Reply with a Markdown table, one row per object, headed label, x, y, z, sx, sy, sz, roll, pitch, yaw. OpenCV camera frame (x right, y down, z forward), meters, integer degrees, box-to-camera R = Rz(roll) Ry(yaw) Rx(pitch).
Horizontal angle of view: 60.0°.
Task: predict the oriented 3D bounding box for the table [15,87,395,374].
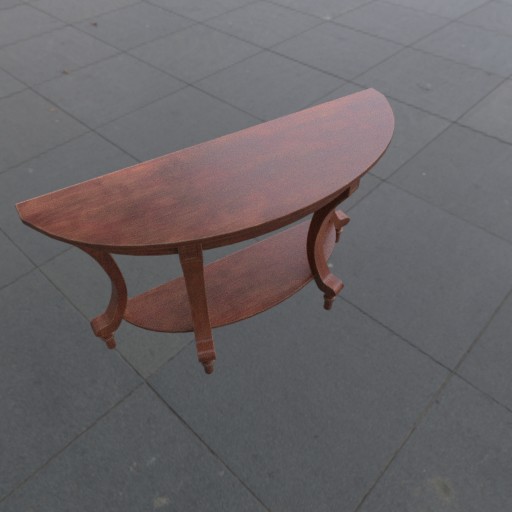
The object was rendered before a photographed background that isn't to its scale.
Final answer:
| label | x | y | z | sx | sy | sz | roll | pitch | yaw |
| --- | --- | --- | --- | --- | --- | --- | --- | --- | --- |
| table | 0.000 | 0.000 | 1.480 | 1.198 | 0.699 | 0.394 | -24 | 52 | -21 |
